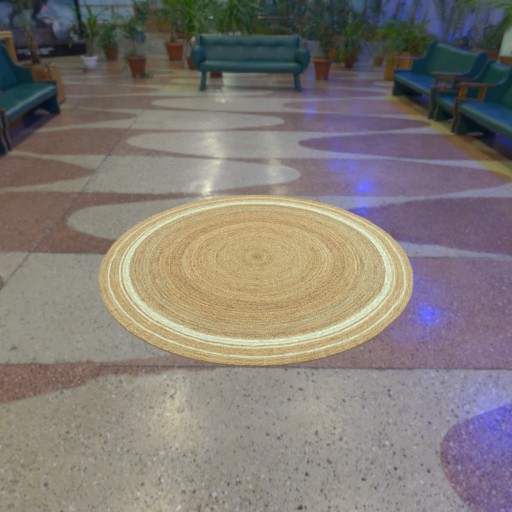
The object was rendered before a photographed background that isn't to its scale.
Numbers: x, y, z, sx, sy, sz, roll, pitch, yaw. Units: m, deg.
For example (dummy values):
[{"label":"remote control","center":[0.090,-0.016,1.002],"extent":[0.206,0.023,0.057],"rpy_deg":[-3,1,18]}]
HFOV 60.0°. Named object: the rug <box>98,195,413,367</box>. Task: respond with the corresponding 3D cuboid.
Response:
[{"label":"rug","center":[0.000,0.000,3.594],"extent":[2.444,0.015,2.444],"rpy_deg":[0,31,0]}]
